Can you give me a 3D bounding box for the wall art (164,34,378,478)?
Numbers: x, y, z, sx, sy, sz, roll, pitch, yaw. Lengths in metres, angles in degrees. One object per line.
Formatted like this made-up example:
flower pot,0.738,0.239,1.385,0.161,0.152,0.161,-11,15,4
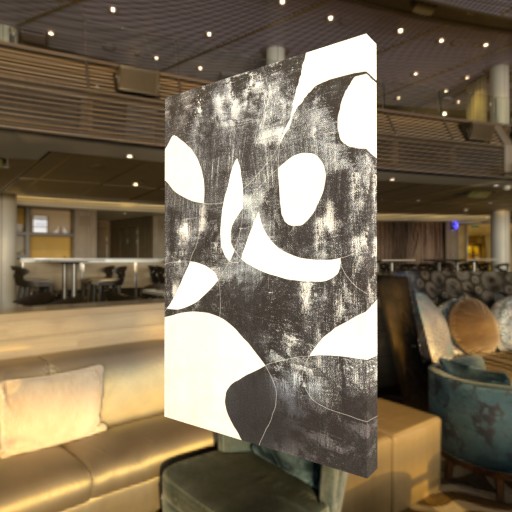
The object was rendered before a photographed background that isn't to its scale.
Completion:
wall art,0.000,0.000,0.743,0.407,0.610,0.039,0,-1,37
